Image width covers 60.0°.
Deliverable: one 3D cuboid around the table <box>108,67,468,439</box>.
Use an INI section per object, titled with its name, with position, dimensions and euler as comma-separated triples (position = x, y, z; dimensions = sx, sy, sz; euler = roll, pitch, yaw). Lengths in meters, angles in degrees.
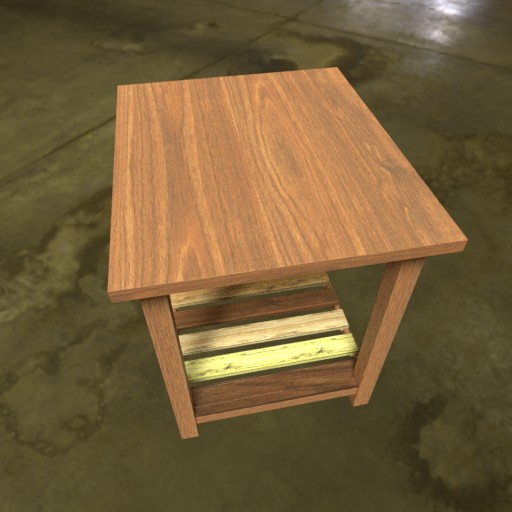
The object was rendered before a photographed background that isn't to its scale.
[table]
position = 0.000, 0.000, 1.121
dimensions = 0.559, 0.635, 0.660
euler = -8, 47, -8
